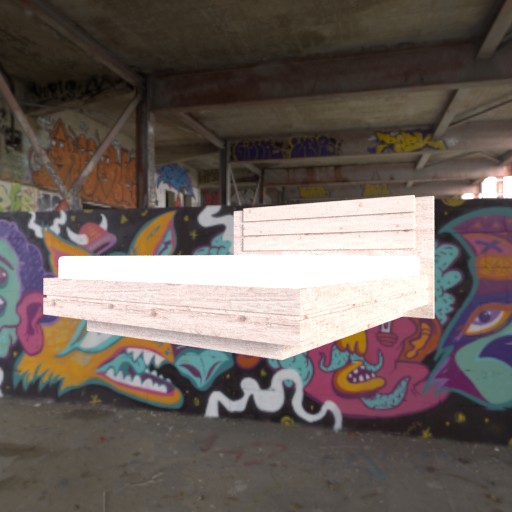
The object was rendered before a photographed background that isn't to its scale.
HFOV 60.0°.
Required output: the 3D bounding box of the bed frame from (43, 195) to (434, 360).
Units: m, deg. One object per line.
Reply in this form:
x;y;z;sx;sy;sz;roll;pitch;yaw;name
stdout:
0.000;0.000;3.158;1.950;0.970;2.080;0;0;35;bed frame
